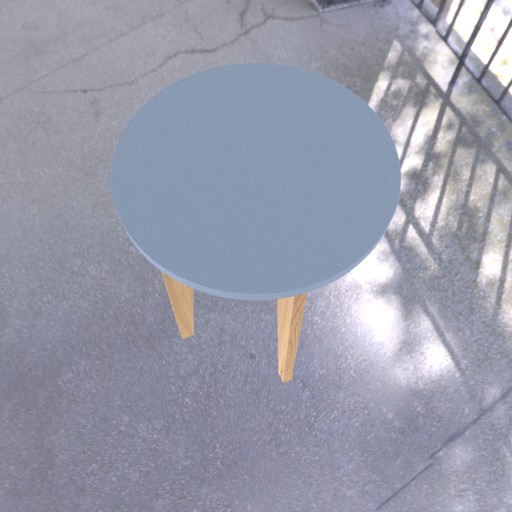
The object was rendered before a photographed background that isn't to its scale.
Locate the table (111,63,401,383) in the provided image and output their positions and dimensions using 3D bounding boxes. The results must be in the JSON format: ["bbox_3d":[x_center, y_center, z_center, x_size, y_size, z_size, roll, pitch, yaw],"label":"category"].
[{"bbox_3d":[0.000,0.000,0.761,0.350,0.500,0.350,0,62,0],"label":"table"}]
